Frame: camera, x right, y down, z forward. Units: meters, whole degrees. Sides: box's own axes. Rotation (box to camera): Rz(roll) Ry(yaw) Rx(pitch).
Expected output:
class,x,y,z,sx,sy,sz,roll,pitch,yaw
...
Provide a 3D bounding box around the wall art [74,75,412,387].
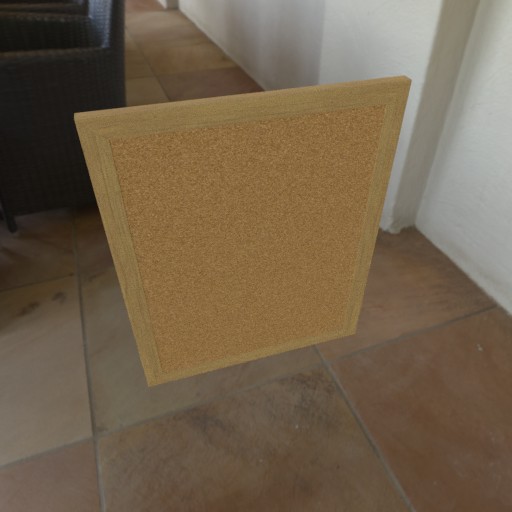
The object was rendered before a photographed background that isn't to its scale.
class,x,y,z,sx,sy,sz,roll,pitch,yaw
wall art,0.000,0.000,0.770,0.460,0.561,0.020,-11,42,-13
